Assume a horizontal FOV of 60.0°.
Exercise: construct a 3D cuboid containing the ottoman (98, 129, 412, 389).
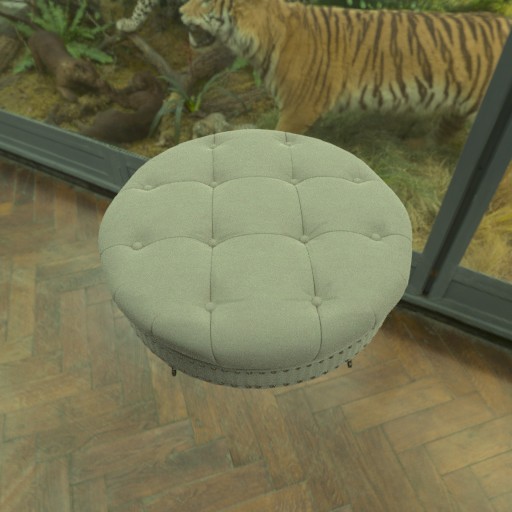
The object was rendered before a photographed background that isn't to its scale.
[{"bbox_3d":[0.000,0.000,1.380,0.901,0.439,0.901,0,47,0],"label":"ottoman"}]
